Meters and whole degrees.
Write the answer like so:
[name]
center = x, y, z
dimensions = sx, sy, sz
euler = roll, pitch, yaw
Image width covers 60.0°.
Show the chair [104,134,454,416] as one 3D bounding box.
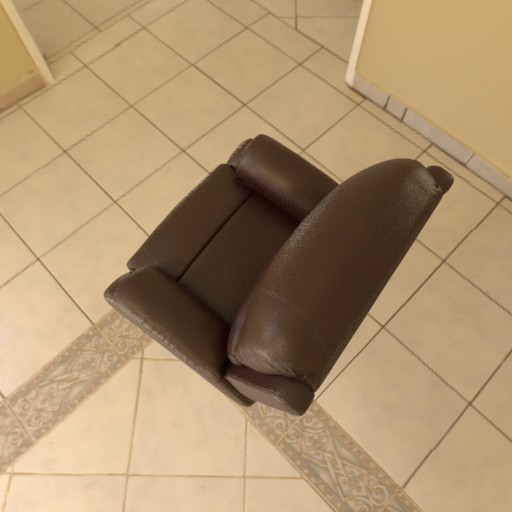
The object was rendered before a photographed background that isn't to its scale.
[chair]
center = 0.000, 0.000, 1.682
dimensions = 0.899, 1.011, 0.930
euler = 33, 70, 14
